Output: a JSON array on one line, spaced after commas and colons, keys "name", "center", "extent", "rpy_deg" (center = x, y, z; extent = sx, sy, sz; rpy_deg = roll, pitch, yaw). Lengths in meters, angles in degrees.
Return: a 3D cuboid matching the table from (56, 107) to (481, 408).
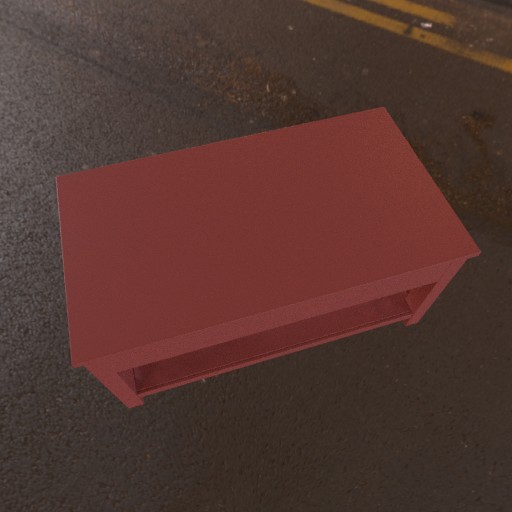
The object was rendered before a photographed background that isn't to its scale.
[{"name": "table", "center": [0.000, 0.000, 1.461], "extent": [1.068, 0.493, 0.612], "rpy_deg": [-14, 60, -9]}]
